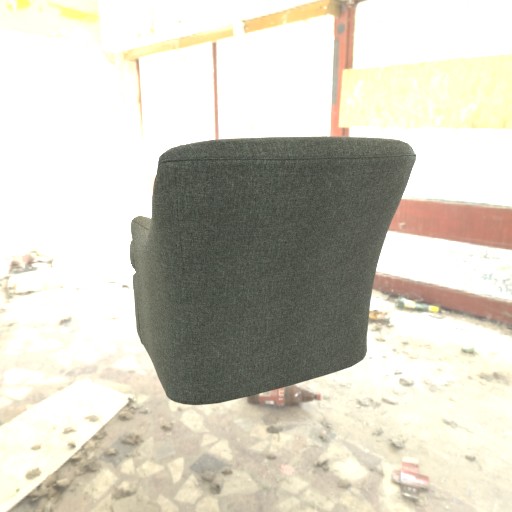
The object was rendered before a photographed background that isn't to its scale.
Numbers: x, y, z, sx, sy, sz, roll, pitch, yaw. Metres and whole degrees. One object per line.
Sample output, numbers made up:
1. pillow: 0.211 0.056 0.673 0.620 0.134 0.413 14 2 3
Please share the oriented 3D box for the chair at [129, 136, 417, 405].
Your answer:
1. chair: 0.000 0.000 1.649 0.864 0.856 0.923 -7 16 -25
